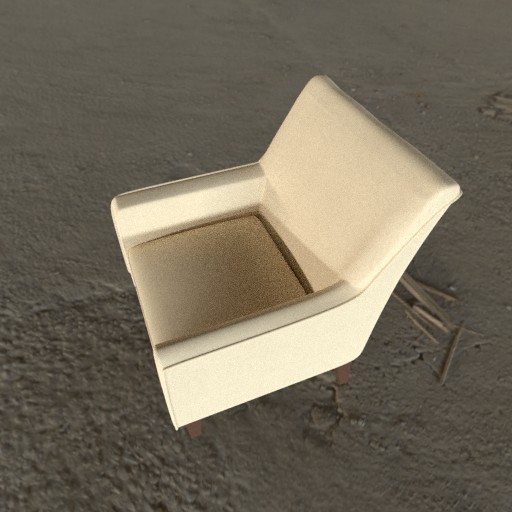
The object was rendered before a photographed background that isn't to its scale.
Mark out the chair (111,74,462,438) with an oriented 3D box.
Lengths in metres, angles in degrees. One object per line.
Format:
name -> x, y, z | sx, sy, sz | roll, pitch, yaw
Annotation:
chair -> 0.000, 0.000, 1.610 | 0.899, 0.919, 0.780 | -16, 47, -15
